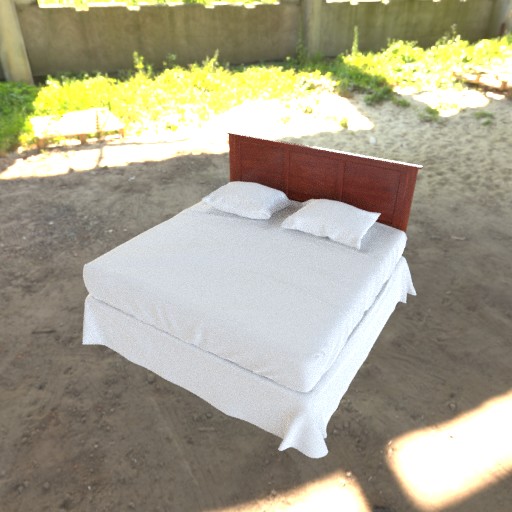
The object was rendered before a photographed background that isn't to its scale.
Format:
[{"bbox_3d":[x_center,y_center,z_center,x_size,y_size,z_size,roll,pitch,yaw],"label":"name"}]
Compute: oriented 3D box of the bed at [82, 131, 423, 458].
[{"bbox_3d":[0.000,0.000,3.702,2.314,1.271,2.219,18,35,27],"label":"bed"}]
